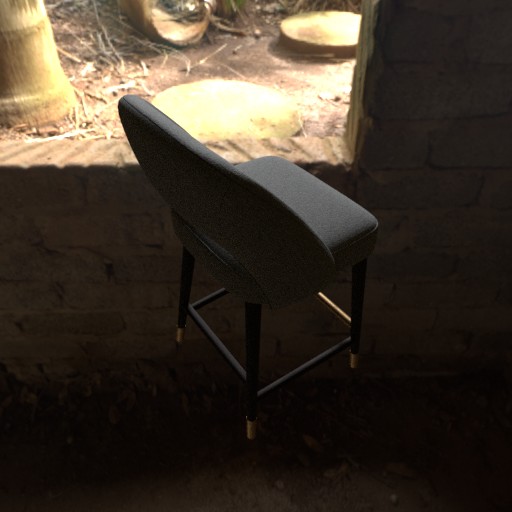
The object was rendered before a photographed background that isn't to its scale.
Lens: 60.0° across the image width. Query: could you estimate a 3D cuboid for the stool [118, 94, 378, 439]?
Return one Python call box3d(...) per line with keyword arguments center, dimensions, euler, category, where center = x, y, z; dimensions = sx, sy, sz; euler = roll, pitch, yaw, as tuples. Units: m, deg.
box3d(center=(0.000, 0.000, 1.225), dimensions=(0.524, 0.925, 0.536), euler=(-25, 47, -26), category="stool")
